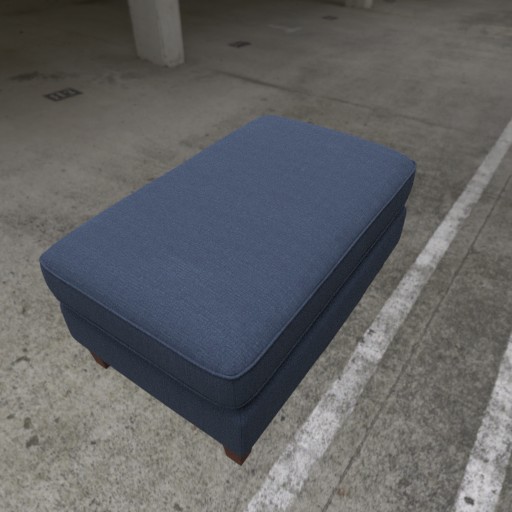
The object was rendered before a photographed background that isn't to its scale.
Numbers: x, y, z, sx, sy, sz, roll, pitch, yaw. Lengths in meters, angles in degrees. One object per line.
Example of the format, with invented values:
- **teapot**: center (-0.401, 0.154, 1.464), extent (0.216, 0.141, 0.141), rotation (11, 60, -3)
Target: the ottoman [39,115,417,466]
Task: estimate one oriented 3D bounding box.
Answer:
- **ottoman**: center (0.000, 0.000, 1.196), extent (0.570, 0.438, 0.885), rotation (25, 47, 25)
